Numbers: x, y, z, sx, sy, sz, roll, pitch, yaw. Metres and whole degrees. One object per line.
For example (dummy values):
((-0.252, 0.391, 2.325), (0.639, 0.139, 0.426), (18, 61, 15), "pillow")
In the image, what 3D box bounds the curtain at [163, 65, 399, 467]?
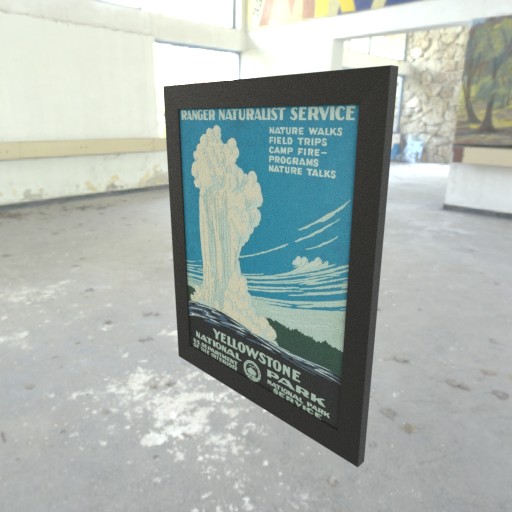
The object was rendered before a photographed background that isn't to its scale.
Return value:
((0.000, 0.000, 0.785), (0.027, 0.585, 0.483), (-16, 23, -42), "curtain")
